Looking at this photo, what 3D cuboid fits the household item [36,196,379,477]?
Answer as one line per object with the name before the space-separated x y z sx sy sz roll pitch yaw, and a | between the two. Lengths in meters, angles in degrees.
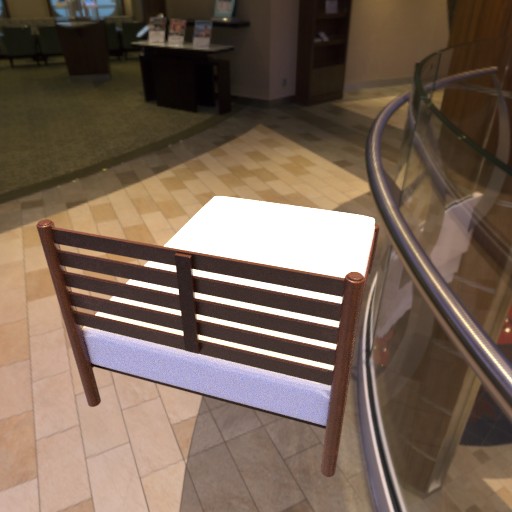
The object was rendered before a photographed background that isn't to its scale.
household item | 0.000 0.000 3.287 1.663 1.356 2.232 10 33 15
